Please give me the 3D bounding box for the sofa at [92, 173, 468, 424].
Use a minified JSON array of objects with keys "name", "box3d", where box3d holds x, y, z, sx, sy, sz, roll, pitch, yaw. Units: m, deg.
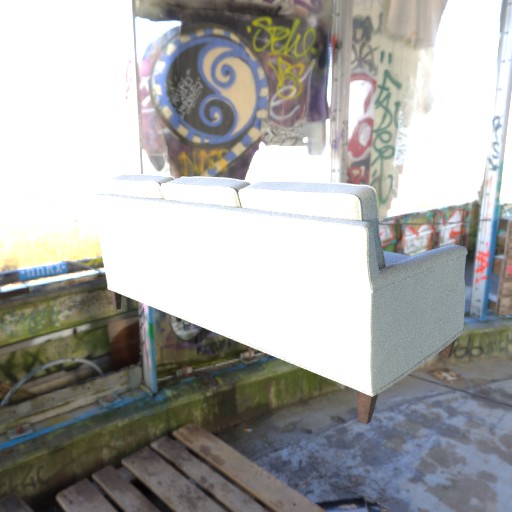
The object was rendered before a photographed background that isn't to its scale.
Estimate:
[{"name":"sofa","box3d":[0.000,0.000,2.798,2.246,1.003,1.084,12,17,43]}]
